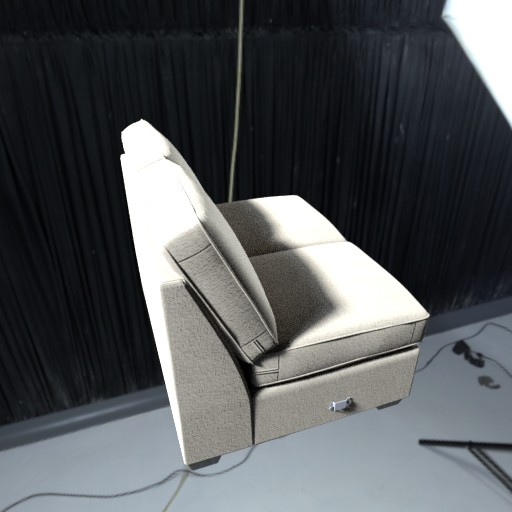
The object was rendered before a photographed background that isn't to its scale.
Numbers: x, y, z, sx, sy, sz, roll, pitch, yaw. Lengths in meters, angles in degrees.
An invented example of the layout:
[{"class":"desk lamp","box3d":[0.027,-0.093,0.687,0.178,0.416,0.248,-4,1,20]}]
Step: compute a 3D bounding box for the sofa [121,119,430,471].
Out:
[{"class":"sofa","box3d":[0.000,0.000,1.974,0.978,1.006,1.232,-10,31,-17]}]
